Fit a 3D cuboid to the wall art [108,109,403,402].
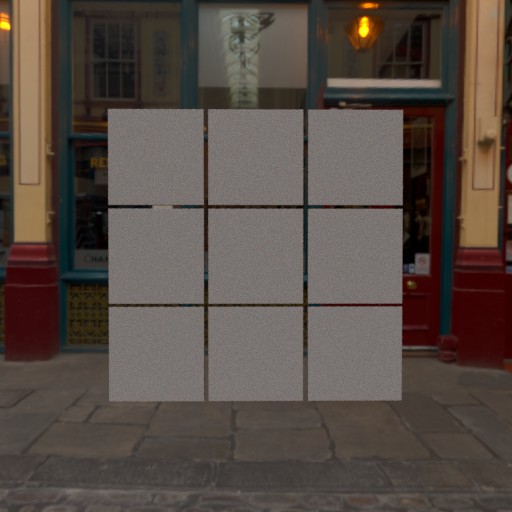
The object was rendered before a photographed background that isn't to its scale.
[{"bbox_3d":[0.000,0.000,1.902,1.256,1.246,0.017,0,1,-1],"label":"wall art"}]
